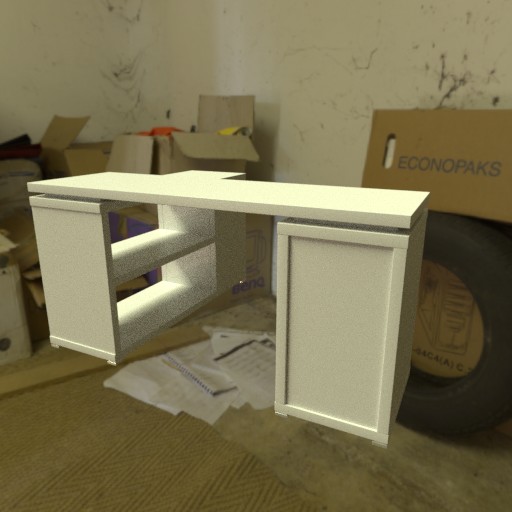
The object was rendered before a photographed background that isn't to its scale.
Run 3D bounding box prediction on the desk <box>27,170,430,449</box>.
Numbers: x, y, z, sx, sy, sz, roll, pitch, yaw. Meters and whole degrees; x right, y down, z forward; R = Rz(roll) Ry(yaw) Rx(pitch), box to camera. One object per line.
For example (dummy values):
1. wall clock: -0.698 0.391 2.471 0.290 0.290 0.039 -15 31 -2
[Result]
1. desk: 0.000 0.000 2.134 1.524 0.753 1.200 8 19 25
